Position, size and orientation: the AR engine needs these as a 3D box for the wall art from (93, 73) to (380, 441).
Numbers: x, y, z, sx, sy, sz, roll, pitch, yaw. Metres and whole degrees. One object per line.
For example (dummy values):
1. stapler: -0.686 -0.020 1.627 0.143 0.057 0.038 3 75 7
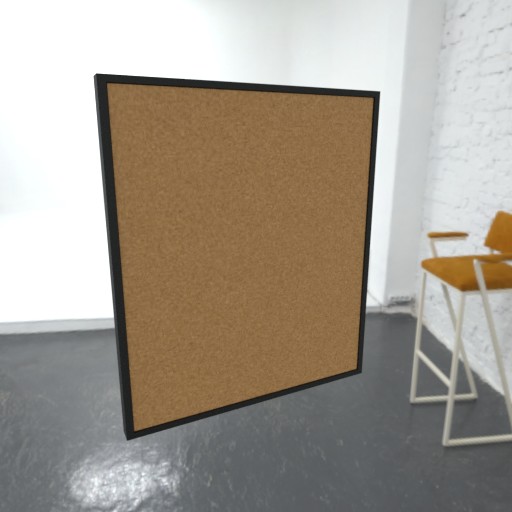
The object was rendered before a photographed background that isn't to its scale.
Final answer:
1. wall art: 0.000 0.000 0.524 0.330 0.381 0.019 -7 16 -26
